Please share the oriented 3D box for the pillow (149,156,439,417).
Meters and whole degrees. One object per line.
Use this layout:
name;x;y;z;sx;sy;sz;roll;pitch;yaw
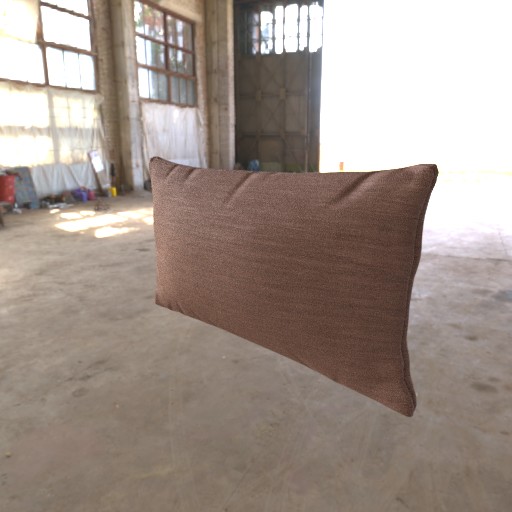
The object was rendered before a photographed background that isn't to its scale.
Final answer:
pillow;0.000;0.000;0.788;0.210;0.338;0.633;-13;19;-43
